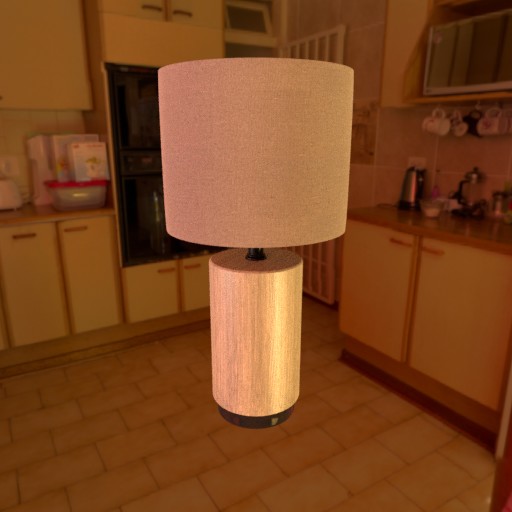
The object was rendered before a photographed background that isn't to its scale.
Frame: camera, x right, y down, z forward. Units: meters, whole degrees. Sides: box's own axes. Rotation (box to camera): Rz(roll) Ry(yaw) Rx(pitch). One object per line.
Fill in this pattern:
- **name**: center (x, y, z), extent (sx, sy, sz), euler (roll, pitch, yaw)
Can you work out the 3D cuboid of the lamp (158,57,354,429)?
- **lamp**: center (0.000, 0.000, 0.580), extent (0.228, 0.444, 0.228), euler (8, 17, 27)
